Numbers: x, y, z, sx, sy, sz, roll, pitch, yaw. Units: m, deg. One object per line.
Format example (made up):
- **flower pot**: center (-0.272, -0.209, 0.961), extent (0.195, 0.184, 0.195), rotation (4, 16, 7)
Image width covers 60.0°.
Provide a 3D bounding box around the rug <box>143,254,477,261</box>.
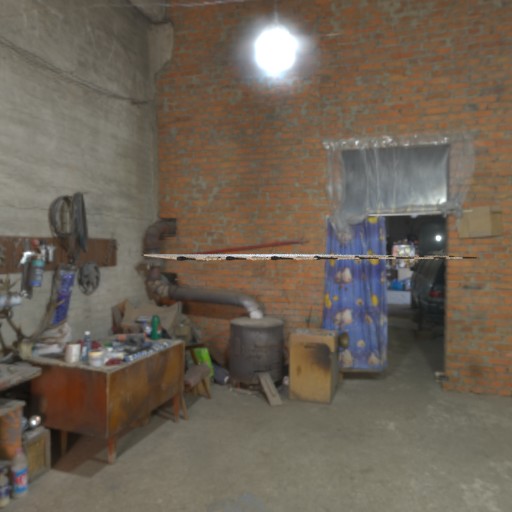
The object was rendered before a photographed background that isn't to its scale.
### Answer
- **rug**: center (0.000, 0.000, 3.339), extent (1.524, 0.021, 2.755), rotation (0, 0, -18)
